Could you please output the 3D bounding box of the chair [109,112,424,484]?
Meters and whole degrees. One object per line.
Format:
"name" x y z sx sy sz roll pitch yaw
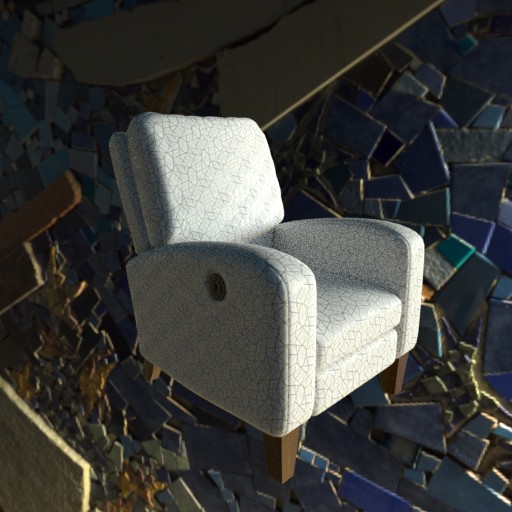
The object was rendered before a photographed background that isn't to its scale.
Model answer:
"chair" 0.000 0.000 1.700 0.995 1.064 0.796 14 20 43
